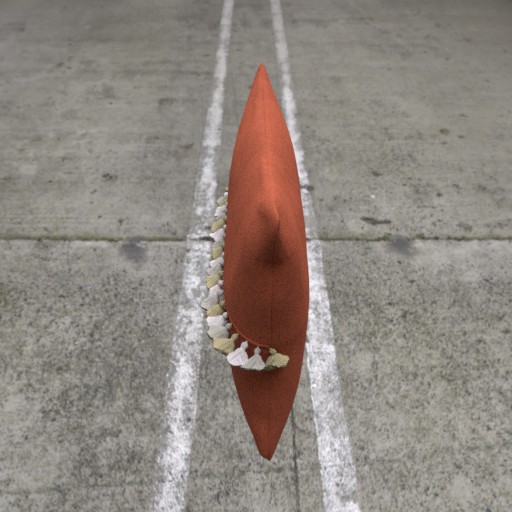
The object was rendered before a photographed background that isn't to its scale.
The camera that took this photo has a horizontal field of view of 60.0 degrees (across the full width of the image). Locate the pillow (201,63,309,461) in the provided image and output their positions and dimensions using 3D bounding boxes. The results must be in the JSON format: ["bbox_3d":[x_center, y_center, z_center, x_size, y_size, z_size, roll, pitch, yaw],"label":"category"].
[{"bbox_3d":[0.000,0.000,0.747,0.165,0.482,0.490,-1,41,-1],"label":"pillow"}]
